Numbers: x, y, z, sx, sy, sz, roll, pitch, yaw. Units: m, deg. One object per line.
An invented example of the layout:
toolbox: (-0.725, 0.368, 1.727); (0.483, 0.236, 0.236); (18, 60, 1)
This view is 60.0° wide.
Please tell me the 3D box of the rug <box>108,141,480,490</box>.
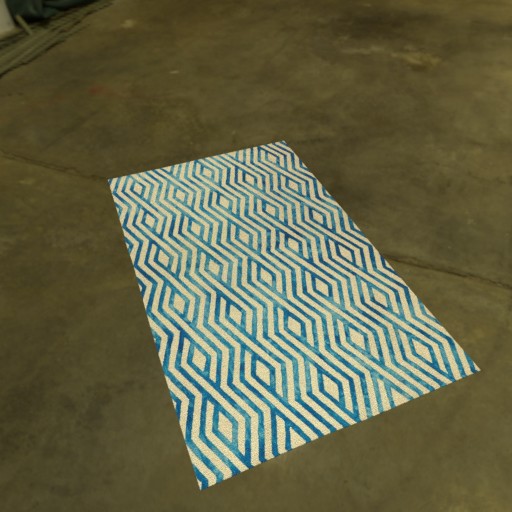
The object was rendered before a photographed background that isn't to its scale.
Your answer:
rug: (0.000, 0.000, 2.899); (1.531, 0.008, 2.439); (-16, 48, -15)
